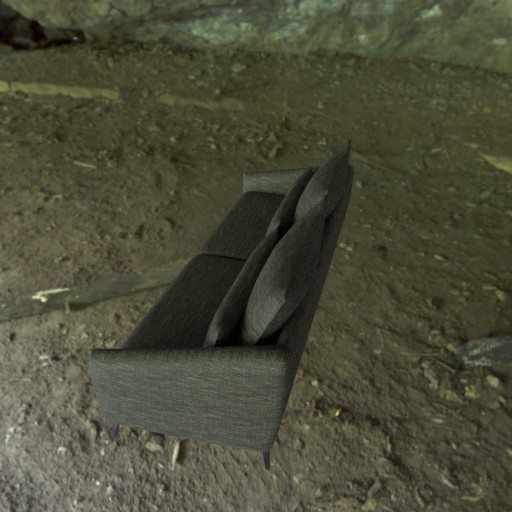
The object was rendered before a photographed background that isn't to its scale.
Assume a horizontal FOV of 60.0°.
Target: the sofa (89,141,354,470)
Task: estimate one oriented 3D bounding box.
[{"bbox_3d":[0.000,0.000,2.451,0.807,0.843,2.019,10,34,15],"label":"sofa"}]
